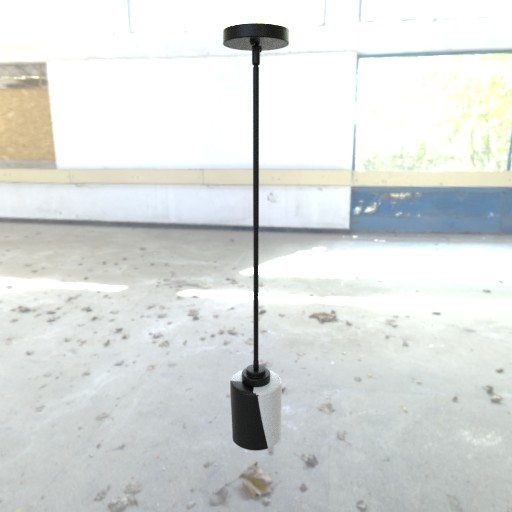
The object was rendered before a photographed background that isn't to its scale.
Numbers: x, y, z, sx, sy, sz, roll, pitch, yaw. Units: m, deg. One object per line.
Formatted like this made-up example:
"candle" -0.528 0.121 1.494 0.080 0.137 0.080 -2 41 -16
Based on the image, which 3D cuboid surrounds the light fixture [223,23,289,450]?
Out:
"light fixture" 0.000 0.000 0.932 0.123 0.863 0.123 3 15 10
